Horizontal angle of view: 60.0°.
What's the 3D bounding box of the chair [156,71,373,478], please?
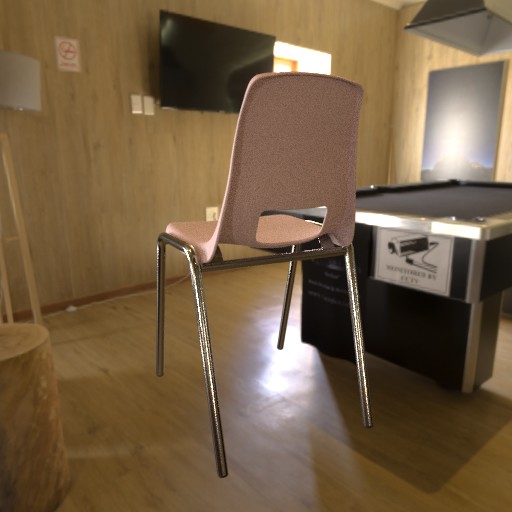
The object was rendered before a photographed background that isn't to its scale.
[{"bbox_3d":[0.000,0.000,0.980,0.381,0.704,0.436,-7,15,-25],"label":"chair"}]
